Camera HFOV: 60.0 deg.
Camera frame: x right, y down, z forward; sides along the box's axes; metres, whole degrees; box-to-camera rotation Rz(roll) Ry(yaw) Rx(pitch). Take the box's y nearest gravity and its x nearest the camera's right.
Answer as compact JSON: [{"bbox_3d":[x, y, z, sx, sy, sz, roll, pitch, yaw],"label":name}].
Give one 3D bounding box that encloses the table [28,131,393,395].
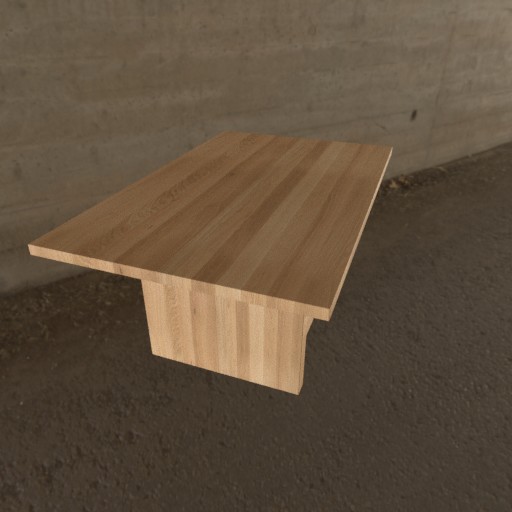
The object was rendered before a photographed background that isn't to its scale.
[{"bbox_3d":[0.000,0.000,1.477,0.700,0.510,1.100,11,31,18],"label":"table"}]
